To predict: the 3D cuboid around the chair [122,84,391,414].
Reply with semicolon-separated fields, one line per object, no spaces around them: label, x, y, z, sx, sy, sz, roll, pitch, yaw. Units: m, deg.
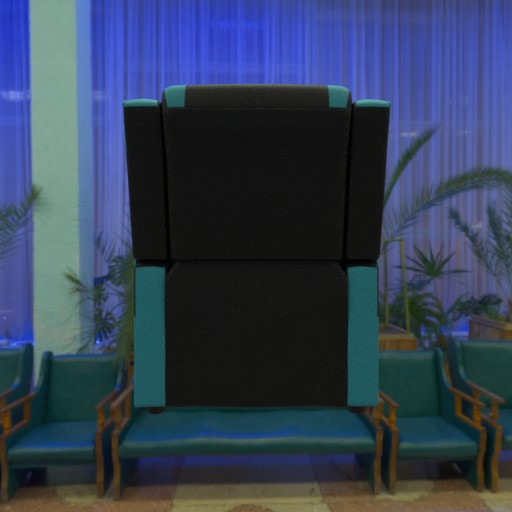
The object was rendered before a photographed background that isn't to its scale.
chair;0.000;0.000;1.333;0.620;0.805;0.672;0;1;0
